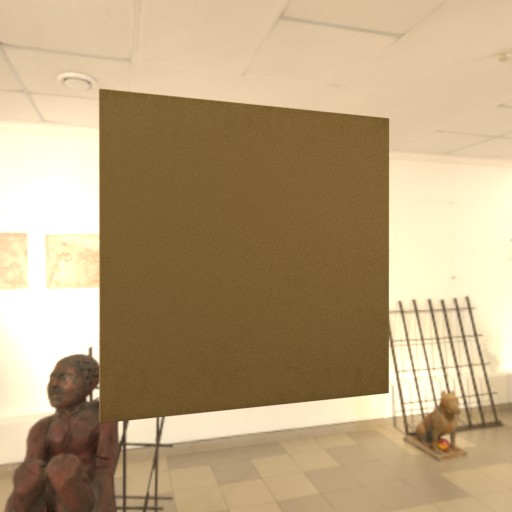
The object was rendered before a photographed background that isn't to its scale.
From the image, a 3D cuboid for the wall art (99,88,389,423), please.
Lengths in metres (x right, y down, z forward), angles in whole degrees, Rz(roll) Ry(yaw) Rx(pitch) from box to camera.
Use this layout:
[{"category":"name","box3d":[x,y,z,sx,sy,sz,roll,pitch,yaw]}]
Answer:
[{"category":"wall art","box3d":[0.000,0.000,0.756,0.503,0.506,0.030,0,0,-17]}]
